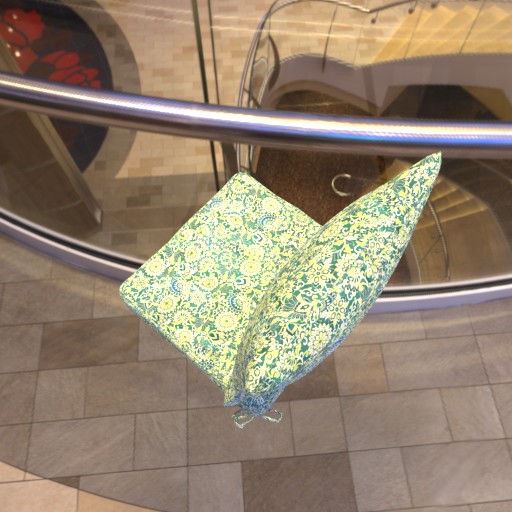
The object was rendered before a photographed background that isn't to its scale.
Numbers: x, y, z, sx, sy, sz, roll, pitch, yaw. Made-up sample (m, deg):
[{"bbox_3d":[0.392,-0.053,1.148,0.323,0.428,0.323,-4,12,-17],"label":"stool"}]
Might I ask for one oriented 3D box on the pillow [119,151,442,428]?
[{"bbox_3d":[0.000,0.000,1.373,0.740,0.722,0.798,36,69,16],"label":"pillow"}]
